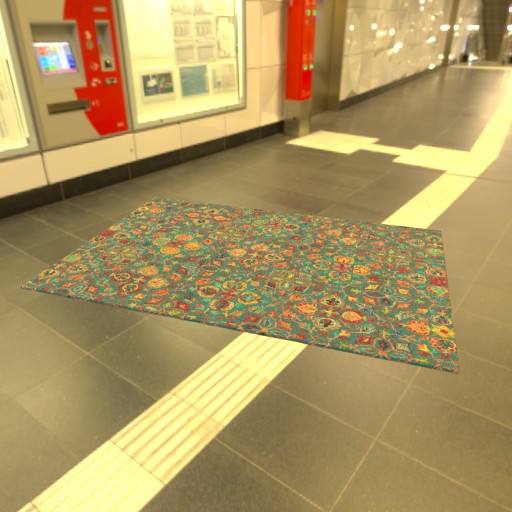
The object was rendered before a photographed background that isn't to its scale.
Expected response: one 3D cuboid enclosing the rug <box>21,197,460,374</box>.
[{"bbox_3d":[0.000,0.000,2.821,2.290,0.016,1.527,8,29,15],"label":"rug"}]
